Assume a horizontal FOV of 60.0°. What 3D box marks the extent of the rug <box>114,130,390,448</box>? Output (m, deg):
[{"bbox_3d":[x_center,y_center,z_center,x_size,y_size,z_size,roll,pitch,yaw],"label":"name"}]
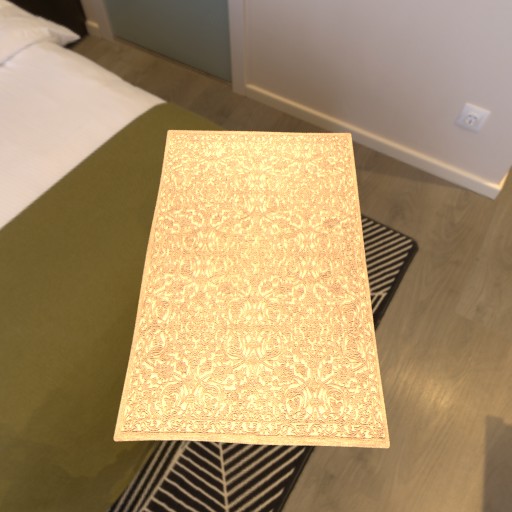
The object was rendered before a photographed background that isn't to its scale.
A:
[{"bbox_3d":[0.000,0.000,3.073,1.529,0.012,2.435,1,59,1],"label":"rug"}]
